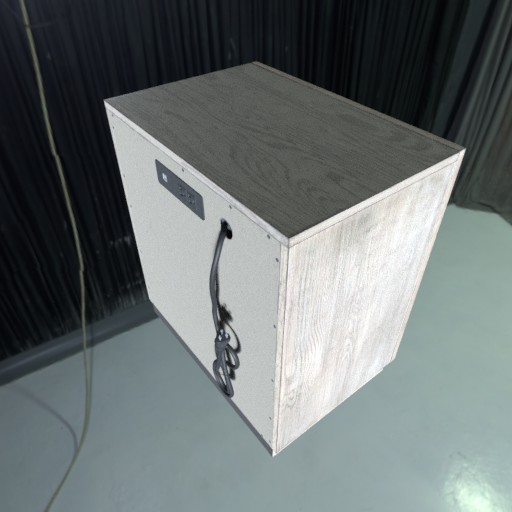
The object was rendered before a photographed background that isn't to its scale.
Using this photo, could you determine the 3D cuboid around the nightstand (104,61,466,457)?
[{"bbox_3d":[0.000,0.000,1.083,0.483,0.673,0.612,-27,48,-28],"label":"nightstand"}]
